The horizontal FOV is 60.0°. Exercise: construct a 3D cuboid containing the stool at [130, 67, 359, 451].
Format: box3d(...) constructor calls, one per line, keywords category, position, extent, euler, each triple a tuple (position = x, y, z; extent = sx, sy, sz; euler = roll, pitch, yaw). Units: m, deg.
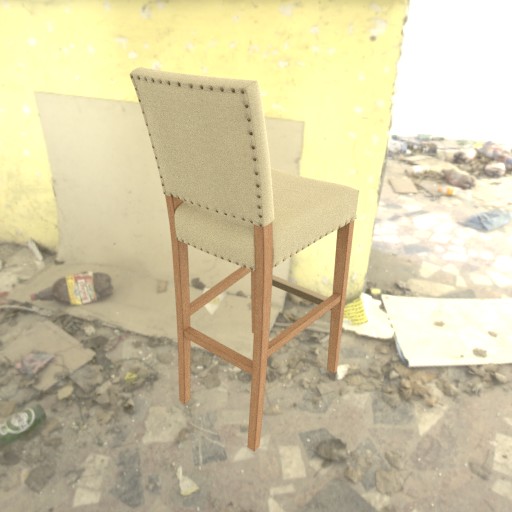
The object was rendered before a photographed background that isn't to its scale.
box3d(category="stool", position=(0.000, 0.000, 1.430), extent=(0.428, 1.143, 0.546), euler=(21, 36, 32))
